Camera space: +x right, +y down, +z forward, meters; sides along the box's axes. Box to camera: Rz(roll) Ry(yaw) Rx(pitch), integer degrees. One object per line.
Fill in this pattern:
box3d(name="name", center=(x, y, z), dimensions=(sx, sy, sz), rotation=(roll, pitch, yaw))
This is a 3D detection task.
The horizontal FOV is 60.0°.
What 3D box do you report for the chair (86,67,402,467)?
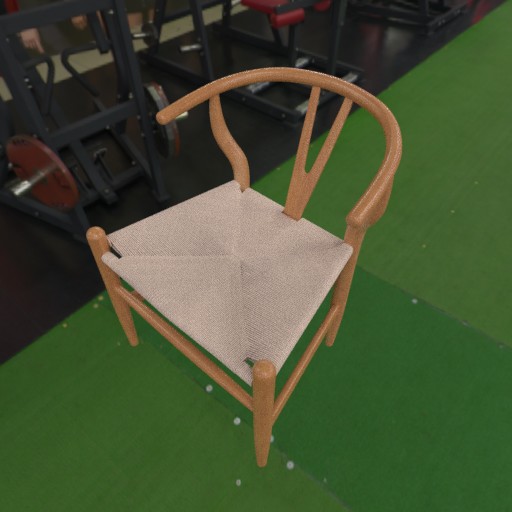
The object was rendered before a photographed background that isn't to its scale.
box3d(name="chair", center=(0.000, 0.000, 1.121), dimensions=(0.569, 0.730, 0.579), rotation=(33, 55, 28))
